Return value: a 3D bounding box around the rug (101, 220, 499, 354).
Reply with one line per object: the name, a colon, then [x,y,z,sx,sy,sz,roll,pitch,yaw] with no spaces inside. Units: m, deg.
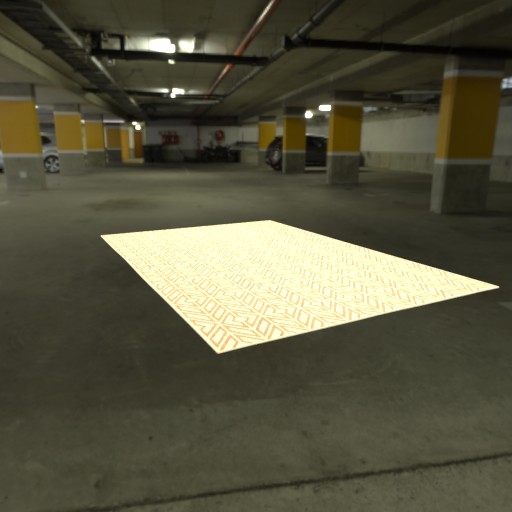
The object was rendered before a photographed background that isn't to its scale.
rug: [0.000,0.000,2.266,1.220,0.007,1.828,-7,16,-27]
